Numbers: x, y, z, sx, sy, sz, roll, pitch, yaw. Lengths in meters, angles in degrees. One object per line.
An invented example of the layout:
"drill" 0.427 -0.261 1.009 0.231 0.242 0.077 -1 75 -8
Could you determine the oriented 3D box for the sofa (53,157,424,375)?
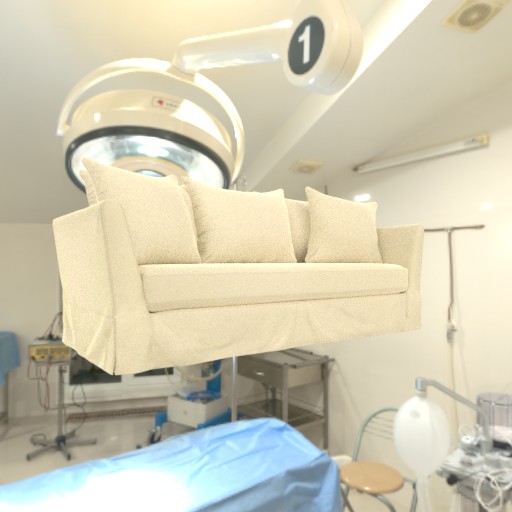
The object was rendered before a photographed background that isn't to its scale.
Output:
"sofa" 0.000 0.000 2.905 2.290 1.034 1.031 0 -1 -36
